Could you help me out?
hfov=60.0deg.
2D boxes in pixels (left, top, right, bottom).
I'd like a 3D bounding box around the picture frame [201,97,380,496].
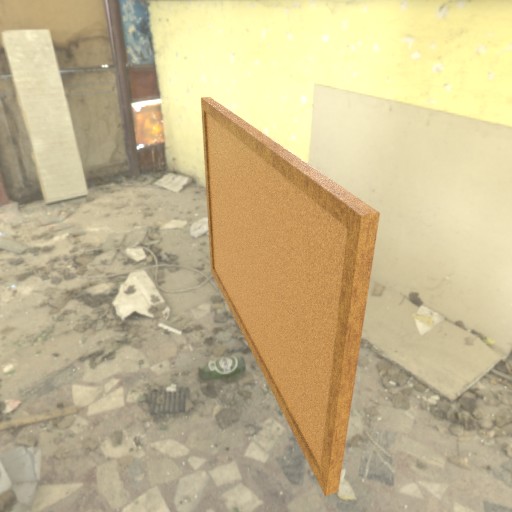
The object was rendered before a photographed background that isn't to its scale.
[{"bbox_3d":[0.000,0.000,1.127,0.029,0.621,0.922,-10,31,-17],"label":"picture frame"}]
